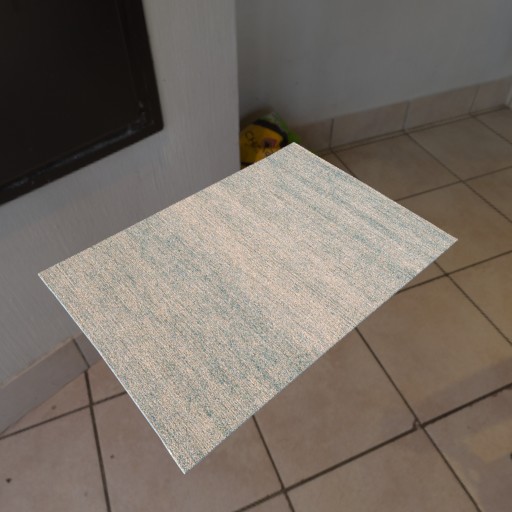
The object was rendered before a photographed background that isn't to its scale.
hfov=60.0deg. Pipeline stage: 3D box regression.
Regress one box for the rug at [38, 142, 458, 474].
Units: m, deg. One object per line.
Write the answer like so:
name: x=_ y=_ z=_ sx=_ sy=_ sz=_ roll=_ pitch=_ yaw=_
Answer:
rug: x=0.000 y=0.000 z=2.941 sx=2.306 sy=0.030 sz=1.613 roll=-33 pitch=55 yaw=-27
